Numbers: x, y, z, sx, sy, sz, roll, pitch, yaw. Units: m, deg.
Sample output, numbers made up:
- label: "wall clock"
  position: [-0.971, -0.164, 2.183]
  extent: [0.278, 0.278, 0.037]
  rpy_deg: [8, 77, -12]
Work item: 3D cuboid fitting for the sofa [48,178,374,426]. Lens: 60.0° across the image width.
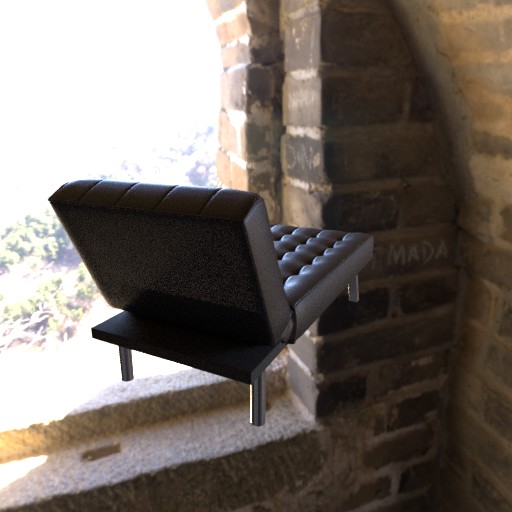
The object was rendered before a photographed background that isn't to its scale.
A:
- label: "sofa"
  position: [0.000, 0.000, 2.050]
  extent: [0.760, 0.820, 1.560]
  rpy_deg: [8, 19, 26]
